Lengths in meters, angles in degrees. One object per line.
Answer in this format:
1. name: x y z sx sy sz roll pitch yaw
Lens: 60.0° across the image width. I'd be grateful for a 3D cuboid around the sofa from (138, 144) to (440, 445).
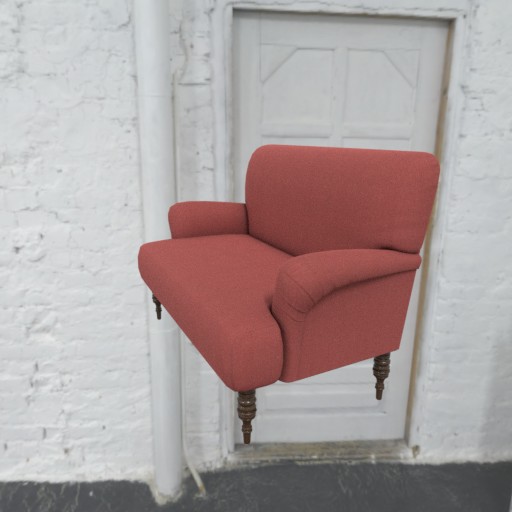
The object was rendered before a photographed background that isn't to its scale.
1. sofa: 0.000 0.000 1.881 0.779 0.889 1.297 -8 17 -25
